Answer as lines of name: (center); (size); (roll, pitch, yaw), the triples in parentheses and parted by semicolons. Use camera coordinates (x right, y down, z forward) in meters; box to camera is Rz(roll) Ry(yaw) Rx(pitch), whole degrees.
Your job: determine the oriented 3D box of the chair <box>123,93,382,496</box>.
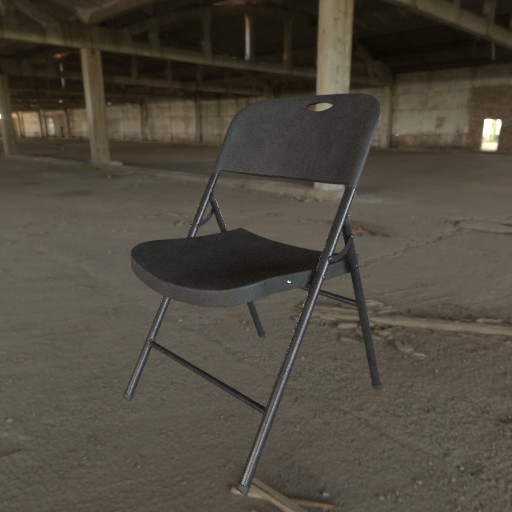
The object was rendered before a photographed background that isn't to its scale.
chair: (0.000, 0.000, 1.146); (0.494, 0.810, 0.567); (16, 22, 43)
